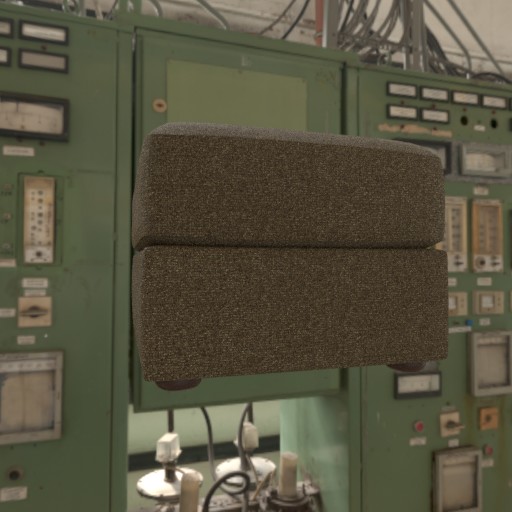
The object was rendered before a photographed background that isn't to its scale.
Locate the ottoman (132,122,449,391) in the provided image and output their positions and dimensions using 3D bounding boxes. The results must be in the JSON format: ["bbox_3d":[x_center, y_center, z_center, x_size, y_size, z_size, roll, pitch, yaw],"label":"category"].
[{"bbox_3d":[0.000,0.000,1.119,0.598,0.476,0.742,0,-1,-17],"label":"ottoman"}]
